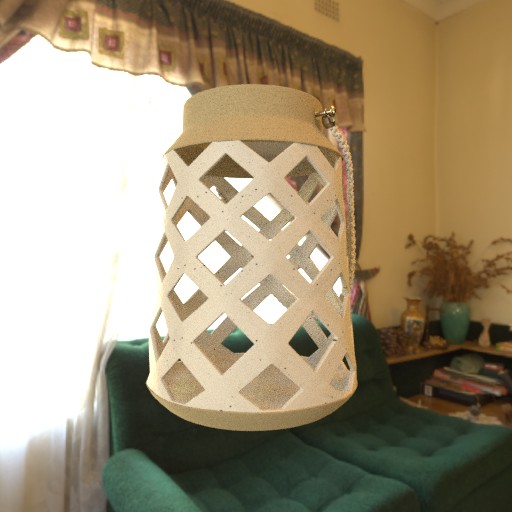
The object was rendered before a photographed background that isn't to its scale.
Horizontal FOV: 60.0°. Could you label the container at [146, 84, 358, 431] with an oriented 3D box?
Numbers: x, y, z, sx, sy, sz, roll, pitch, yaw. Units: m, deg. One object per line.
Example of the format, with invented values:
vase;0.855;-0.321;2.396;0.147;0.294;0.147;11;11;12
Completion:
container;0.000;0.000;0.352;0.163;0.229;0.172;0;0;36
